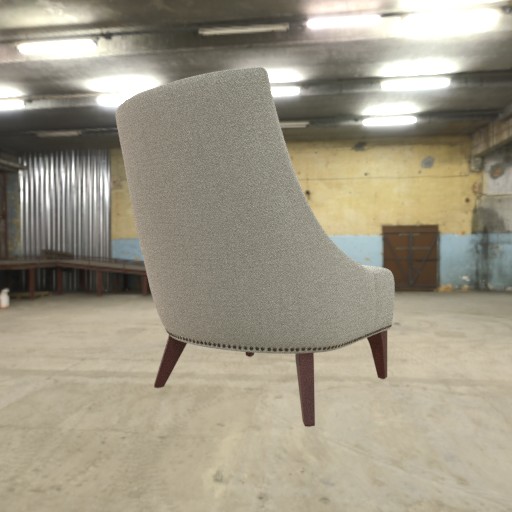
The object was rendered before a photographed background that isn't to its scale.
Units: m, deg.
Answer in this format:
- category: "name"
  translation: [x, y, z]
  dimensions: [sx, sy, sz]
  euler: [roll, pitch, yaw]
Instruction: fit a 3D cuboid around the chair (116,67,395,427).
- category: "chair"
  translation: [0.000, 0.000, 1.494]
  dimensions: [0.701, 0.909, 0.861]
  euler: [0, 1, 35]
